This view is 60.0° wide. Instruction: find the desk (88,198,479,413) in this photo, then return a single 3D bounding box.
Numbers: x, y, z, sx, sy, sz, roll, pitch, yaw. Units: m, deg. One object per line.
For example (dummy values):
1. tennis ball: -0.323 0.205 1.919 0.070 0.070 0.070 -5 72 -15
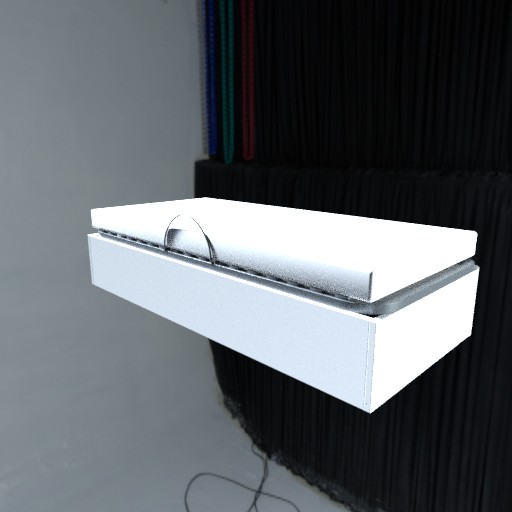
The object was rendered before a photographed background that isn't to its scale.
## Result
1. desk: 0.000 0.000 2.276 1.900 0.526 0.900 13 19 43
